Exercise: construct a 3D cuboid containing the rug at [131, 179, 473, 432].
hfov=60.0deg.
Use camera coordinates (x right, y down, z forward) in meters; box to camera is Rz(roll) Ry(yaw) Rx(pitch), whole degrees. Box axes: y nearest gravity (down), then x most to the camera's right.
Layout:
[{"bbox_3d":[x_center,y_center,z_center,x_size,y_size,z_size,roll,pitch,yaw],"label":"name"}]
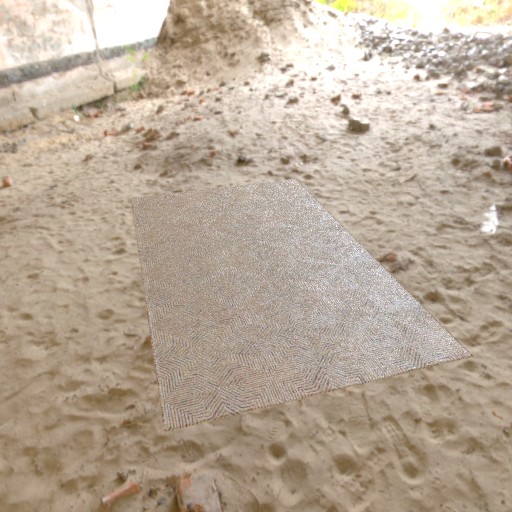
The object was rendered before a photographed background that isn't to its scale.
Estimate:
[{"bbox_3d":[0.000,0.000,2.996,1.519,0.007,2.428,-9,33,-14],"label":"rug"}]
